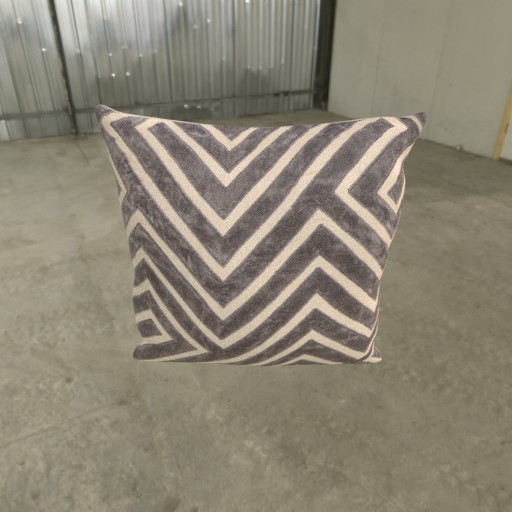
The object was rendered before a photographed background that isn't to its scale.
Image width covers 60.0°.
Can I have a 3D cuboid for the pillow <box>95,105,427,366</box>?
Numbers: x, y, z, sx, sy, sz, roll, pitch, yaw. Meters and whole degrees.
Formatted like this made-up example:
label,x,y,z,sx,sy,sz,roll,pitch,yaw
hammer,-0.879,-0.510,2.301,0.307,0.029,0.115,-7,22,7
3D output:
label,x,y,z,sx,sy,sz,roll,pitch,yaw
pillow,0.000,0.000,0.674,0.440,0.441,0.182,1,30,1
